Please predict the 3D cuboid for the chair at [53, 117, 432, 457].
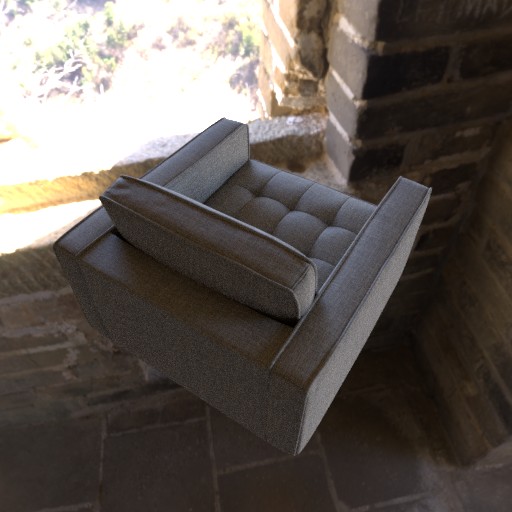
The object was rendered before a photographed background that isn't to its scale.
[{"bbox_3d":[0.000,0.000,1.550,0.889,0.765,0.914,25,52,22],"label":"chair"}]
